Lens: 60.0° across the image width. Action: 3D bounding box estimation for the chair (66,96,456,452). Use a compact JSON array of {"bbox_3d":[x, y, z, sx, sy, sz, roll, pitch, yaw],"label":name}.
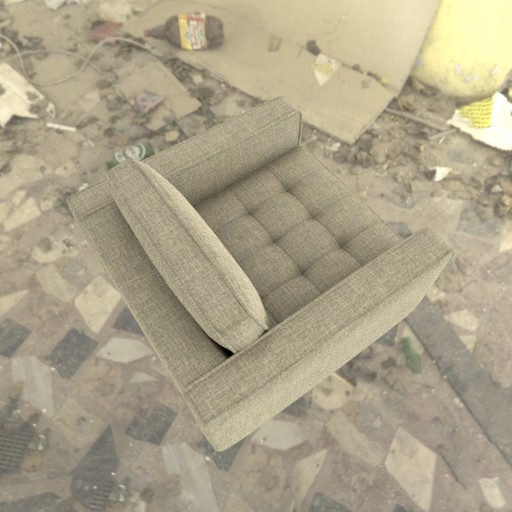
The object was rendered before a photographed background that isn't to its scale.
[{"bbox_3d":[0.000,0.000,1.548,0.914,0.765,0.889,-31,63,-18],"label":"chair"}]
